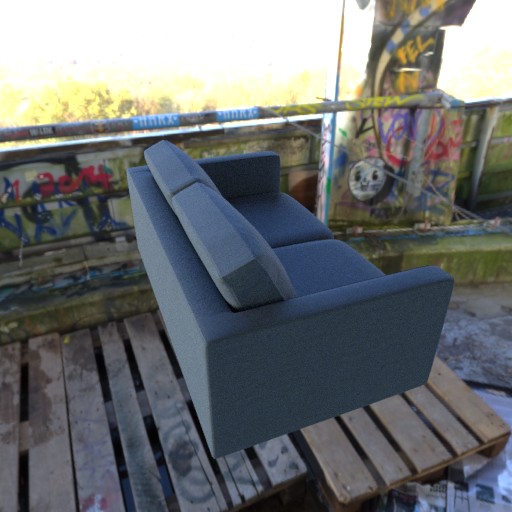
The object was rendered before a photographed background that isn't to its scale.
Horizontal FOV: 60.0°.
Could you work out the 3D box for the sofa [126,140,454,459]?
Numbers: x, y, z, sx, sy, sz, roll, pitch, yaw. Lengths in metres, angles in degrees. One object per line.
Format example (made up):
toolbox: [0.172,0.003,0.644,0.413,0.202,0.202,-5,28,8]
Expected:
sofa: [0.000,0.000,2.260,0.999,0.907,1.659,-12,33,-19]
